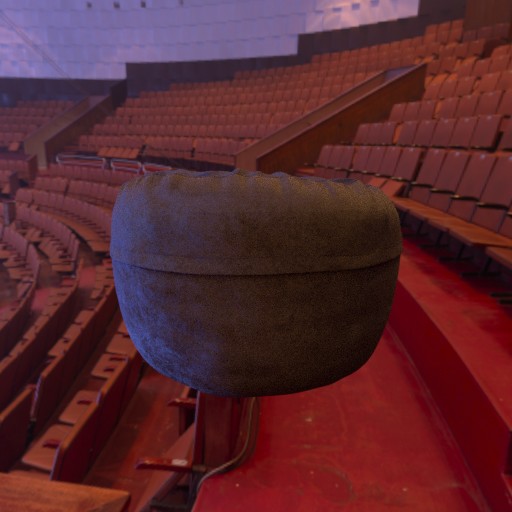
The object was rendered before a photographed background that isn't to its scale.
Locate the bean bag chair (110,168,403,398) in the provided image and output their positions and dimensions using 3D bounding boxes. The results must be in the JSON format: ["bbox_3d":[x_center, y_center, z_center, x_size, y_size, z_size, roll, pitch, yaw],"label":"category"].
[{"bbox_3d":[0.000,0.000,2.003,1.245,0.821,1.245,0,14,0],"label":"bean bag chair"}]
